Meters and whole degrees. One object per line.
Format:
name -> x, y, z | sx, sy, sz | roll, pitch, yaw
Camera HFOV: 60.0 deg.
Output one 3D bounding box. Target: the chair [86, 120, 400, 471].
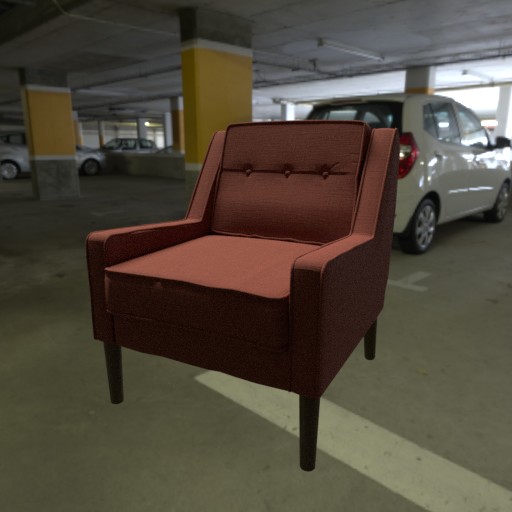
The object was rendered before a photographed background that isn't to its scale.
chair -> 0.000, 0.000, 1.346 | 0.680, 0.812, 0.770 | 7, 16, 26
